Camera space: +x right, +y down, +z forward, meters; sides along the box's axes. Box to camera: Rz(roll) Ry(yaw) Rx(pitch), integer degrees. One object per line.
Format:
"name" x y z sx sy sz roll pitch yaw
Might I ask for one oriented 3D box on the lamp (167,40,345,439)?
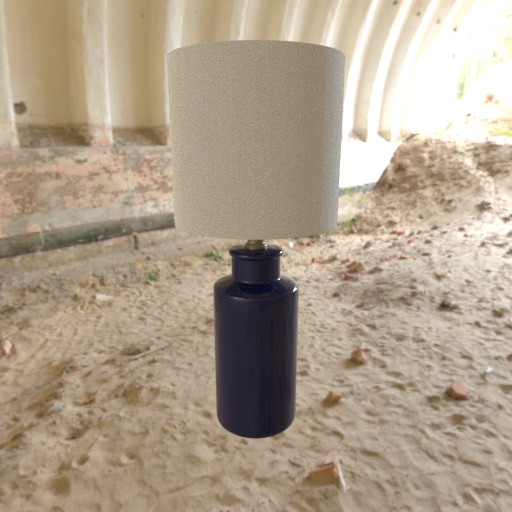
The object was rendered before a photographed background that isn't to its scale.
"lamp" 0.000 0.000 0.598 0.212 0.493 0.212 3 15 9
